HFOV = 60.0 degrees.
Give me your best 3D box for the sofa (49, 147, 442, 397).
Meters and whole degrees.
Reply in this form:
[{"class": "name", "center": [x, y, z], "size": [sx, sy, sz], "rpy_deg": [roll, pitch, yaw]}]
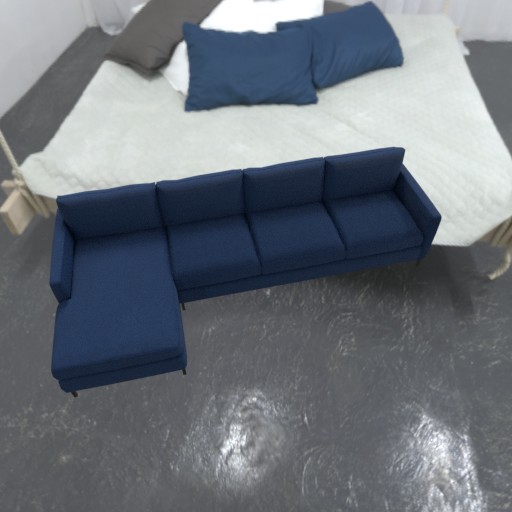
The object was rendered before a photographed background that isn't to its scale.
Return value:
[{"class": "sofa", "center": [0.000, 0.000, 2.817], "size": [2.450, 0.679, 1.128], "rpy_deg": [-10, 49, -9]}]
